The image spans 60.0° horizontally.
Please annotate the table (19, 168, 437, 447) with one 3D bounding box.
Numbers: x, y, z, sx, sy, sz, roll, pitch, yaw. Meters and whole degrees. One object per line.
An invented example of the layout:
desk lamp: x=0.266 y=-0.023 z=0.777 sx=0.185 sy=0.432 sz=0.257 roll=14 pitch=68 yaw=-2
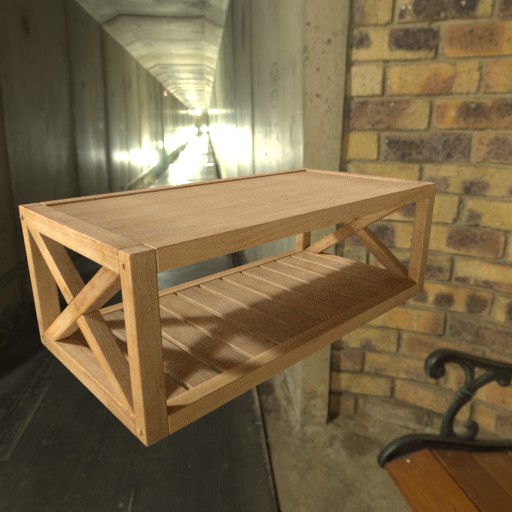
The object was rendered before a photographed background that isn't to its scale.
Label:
table: x=0.000 y=0.000 z=1.581 sx=1.321 sy=0.457 sz=0.660 roll=-17 pitch=24 yaw=-41
